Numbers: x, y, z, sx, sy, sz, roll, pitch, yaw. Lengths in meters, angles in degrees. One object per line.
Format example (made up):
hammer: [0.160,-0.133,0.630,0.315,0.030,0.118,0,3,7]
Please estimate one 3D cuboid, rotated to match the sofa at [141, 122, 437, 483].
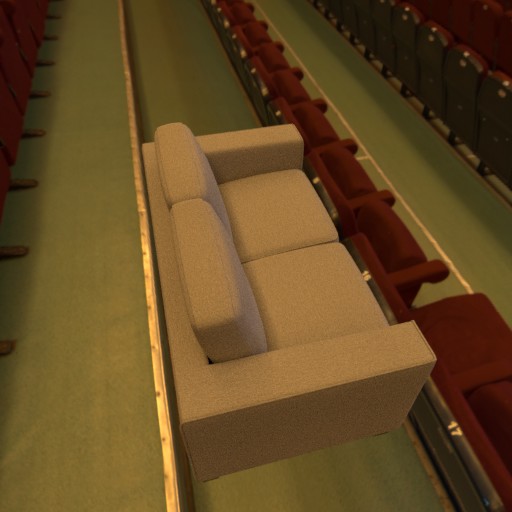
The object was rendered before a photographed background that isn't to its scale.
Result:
sofa: [0.000,0.000,2.351,1.007,0.924,1.812,-10,47,-10]
